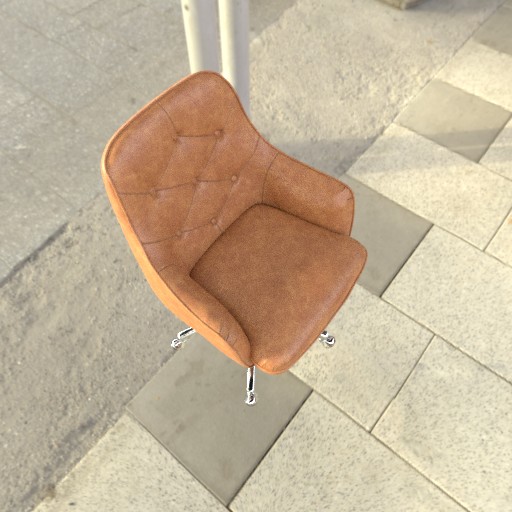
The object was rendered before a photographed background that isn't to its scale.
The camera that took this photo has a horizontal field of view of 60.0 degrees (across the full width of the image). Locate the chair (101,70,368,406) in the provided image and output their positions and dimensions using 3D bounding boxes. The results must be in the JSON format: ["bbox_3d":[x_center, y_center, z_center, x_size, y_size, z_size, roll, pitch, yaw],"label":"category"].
[{"bbox_3d":[0.000,0.000,1.361,0.615,0.909,0.628,32,63,19],"label":"chair"}]
